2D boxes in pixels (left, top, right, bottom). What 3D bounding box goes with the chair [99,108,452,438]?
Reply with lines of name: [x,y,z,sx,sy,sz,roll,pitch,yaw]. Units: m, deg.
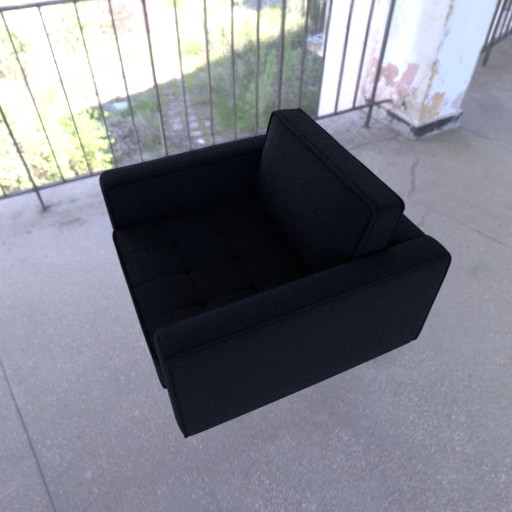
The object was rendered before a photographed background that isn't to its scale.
chair: [0.000,0.000,1.615,0.920,0.770,0.899,-18,47,-17]
